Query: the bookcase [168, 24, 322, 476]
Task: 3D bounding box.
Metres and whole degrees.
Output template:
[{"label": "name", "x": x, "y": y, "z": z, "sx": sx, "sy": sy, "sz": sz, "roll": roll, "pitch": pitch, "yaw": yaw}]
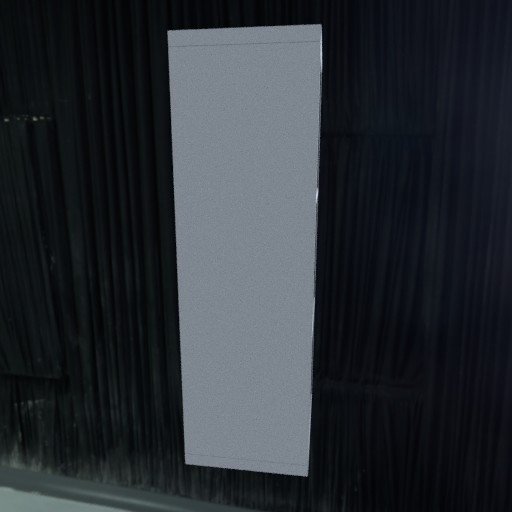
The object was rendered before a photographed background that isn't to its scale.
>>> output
[{"label": "bookcase", "x": 0.000, "y": 0.000, "z": 1.245, "sx": 0.330, "sy": 1.080, "sz": 0.390, "roll": 2, "pitch": 13, "yaw": 8}]
